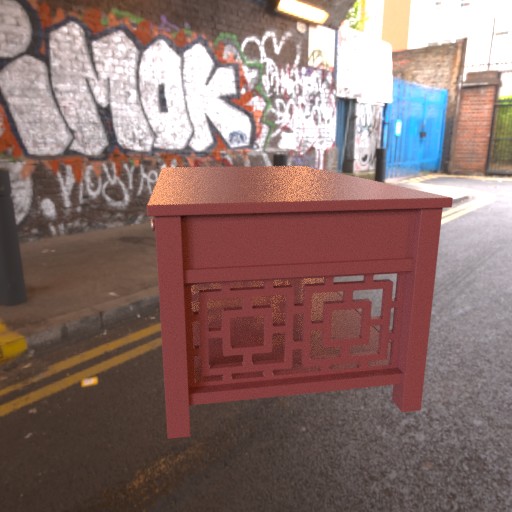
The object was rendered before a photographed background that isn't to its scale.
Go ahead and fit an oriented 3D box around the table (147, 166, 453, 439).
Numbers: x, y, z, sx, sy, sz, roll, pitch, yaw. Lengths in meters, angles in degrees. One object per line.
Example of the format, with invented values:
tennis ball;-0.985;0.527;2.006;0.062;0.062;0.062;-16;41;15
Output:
table;0.000;0.000;1.408;0.612;0.493;1.068;-3;15;-10
